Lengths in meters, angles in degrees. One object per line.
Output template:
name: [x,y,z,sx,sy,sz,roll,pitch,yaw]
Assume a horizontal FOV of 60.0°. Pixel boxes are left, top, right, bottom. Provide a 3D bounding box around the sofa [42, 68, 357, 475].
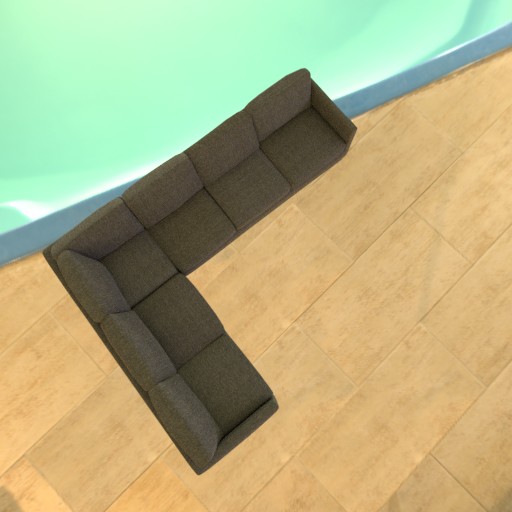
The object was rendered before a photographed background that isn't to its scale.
sofa: [0.000,0.000,4.496,3.302,0.947,2.593,-38,80,-8]
